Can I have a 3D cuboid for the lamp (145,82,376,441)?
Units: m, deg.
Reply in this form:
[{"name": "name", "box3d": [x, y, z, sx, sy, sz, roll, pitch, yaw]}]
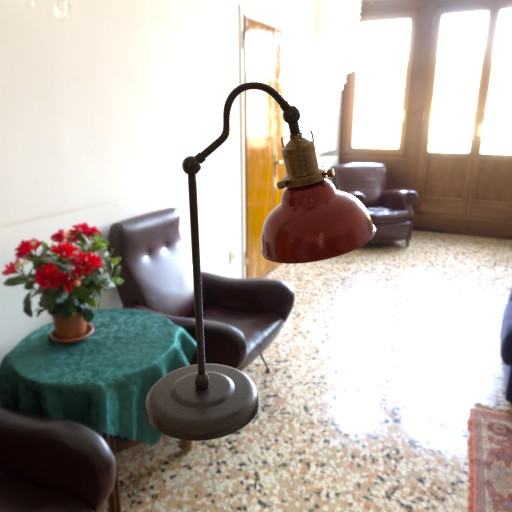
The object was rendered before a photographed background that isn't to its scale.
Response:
[{"name": "lamp", "box3d": [0.000, 0.000, 0.693, 0.374, 0.508, 0.192, -3, 17, -10]}]
